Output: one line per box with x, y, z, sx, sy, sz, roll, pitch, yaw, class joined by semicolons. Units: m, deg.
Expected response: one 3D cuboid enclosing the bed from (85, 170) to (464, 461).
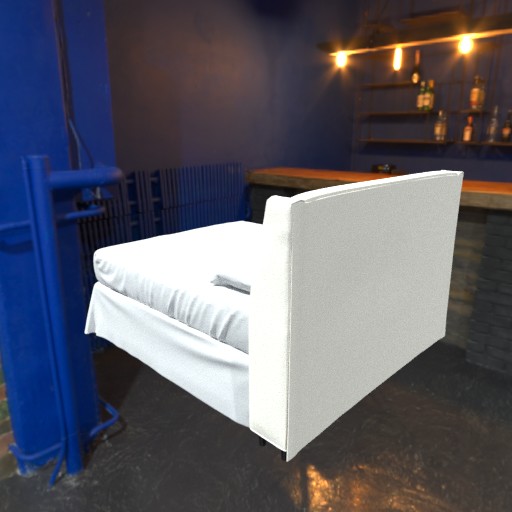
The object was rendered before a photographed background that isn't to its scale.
0.000;0.000;3.390;2.276;1.332;1.925;15;22;42;bed
